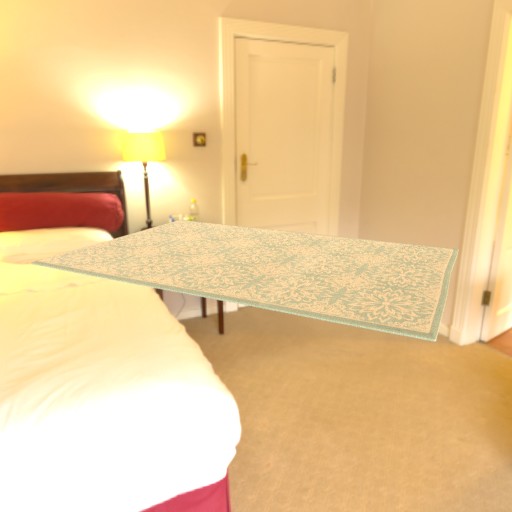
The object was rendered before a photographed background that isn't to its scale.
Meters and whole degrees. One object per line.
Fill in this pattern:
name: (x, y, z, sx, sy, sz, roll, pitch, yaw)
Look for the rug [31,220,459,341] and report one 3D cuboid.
rug: (0.000, 0.000, 3.389, 2.746, 0.018, 1.819, 8, 17, 26)
